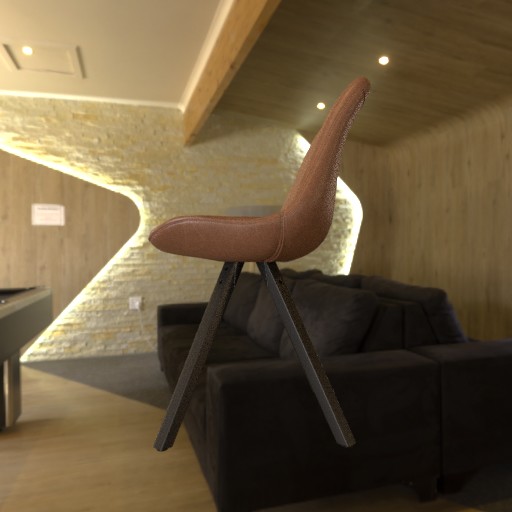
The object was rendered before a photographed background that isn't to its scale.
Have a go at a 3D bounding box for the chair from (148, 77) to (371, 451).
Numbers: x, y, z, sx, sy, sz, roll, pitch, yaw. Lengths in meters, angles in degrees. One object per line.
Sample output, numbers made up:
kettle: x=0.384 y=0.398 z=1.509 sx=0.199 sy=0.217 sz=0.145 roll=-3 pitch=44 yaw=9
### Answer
chair: x=0.000 y=0.000 z=1.176 sx=0.550 sy=0.850 sz=0.475 roll=0 pitch=0 yaw=-1
